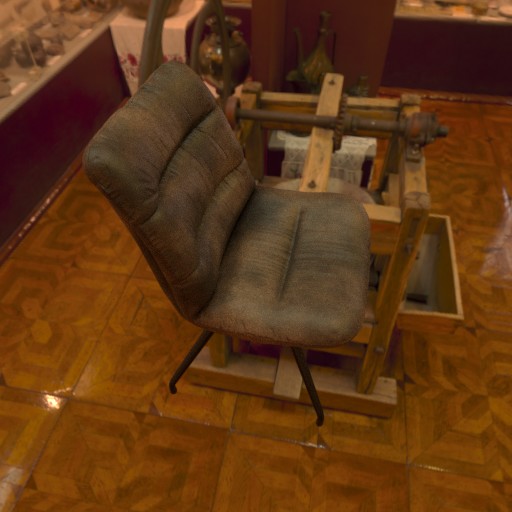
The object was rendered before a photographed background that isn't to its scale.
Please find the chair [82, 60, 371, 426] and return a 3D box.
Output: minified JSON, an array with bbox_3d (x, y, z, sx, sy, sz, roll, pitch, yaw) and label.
[{"bbox_3d":[0.000,0.000,1.229,0.622,0.870,0.549,9,47,9],"label":"chair"}]
